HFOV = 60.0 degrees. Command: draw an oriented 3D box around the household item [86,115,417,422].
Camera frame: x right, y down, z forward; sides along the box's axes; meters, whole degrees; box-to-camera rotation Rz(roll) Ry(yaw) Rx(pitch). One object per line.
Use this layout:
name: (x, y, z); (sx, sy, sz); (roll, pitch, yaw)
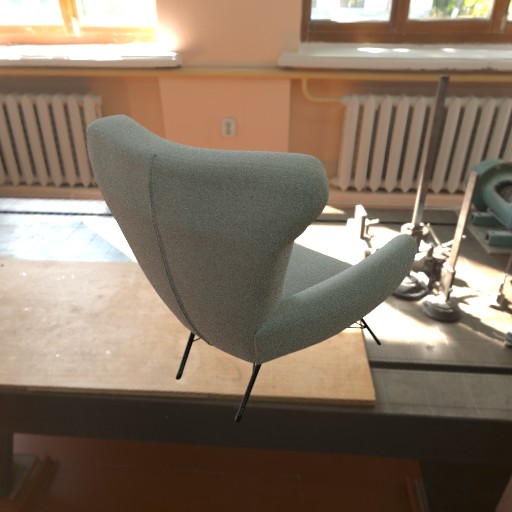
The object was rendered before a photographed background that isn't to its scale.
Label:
household item: (0.000, 0.000, 1.721); (0.980, 1.050, 0.900); (22, 36, 33)
